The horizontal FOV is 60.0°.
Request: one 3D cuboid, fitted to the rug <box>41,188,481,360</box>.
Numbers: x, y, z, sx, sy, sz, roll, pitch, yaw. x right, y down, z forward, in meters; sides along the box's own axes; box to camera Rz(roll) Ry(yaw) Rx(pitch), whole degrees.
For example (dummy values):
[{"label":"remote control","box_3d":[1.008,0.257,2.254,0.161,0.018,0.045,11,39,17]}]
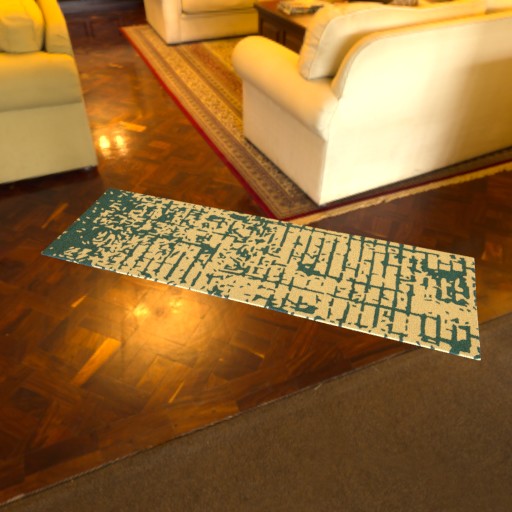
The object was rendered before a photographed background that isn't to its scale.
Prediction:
[{"label":"rug","box_3d":[0.000,0.000,2.605,2.435,0.011,0.750,12,43,13]}]
